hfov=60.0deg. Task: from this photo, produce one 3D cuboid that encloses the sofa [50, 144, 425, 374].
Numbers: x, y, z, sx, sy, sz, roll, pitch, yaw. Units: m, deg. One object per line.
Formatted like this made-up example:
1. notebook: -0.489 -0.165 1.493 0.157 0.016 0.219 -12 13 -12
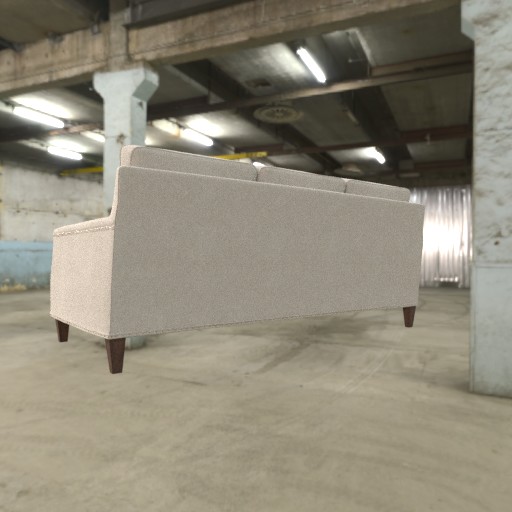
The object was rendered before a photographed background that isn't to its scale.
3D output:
1. sofa: 0.000 0.000 2.844 2.246 1.003 1.084 0 0 -37
